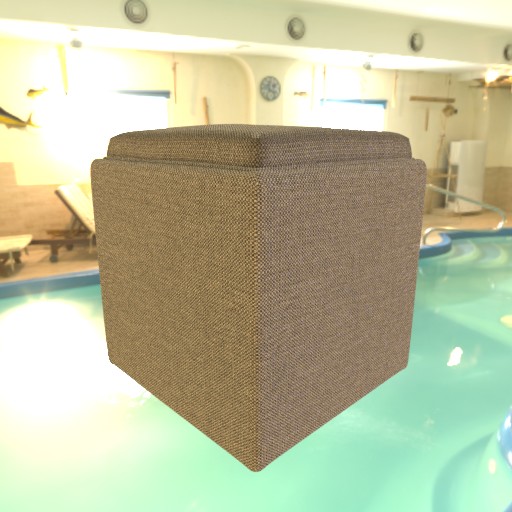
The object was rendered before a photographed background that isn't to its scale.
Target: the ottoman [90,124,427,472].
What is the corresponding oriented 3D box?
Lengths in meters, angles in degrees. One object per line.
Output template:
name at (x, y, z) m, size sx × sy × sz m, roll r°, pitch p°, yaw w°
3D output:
ottoman at (0.000, 0.000, 0.855) m, size 0.436 × 0.487 × 0.454 m, roll -14°, pitch 21°, yaw -42°
